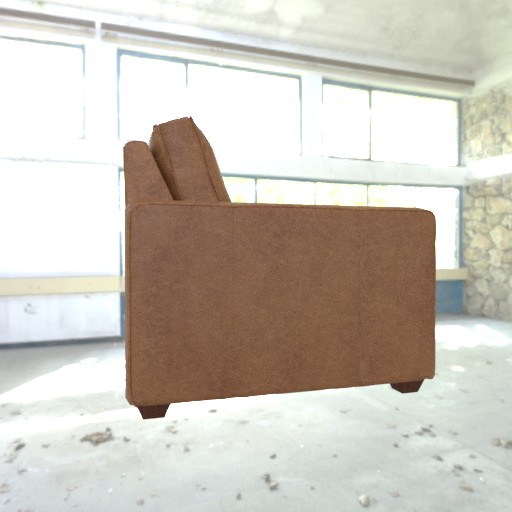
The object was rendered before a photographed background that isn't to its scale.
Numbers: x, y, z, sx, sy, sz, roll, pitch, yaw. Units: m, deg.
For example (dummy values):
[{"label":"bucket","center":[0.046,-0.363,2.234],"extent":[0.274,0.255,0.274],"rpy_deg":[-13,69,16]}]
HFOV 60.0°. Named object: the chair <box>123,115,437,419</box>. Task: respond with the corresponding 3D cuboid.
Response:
[{"label":"chair","center":[0.000,0.000,1.758],"extent":[1.027,0.901,0.987],"rpy_deg":[0,1,-18]}]
